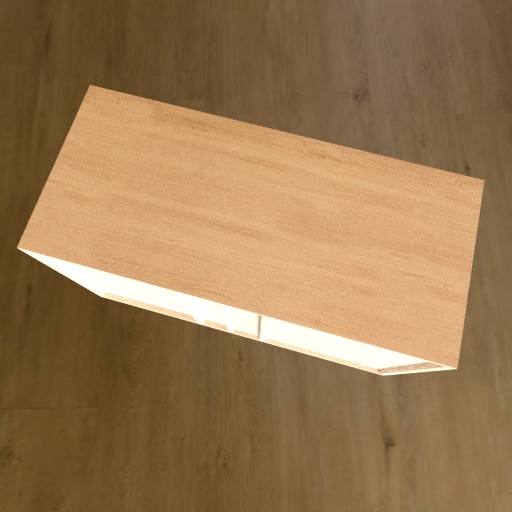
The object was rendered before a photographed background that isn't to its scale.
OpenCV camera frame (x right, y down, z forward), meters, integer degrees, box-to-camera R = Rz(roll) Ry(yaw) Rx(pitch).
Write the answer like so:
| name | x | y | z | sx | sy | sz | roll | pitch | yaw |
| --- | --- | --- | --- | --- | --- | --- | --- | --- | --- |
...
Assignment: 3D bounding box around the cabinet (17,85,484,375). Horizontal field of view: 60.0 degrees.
| name | x | y | z | sx | sy | sz | roll | pitch | yaw |
| --- | --- | --- | --- | --- | --- | --- | --- | --- | --- |
| cabinet | 0.000 | 0.000 | 1.515 | 1.110 | 0.780 | 0.500 | 15 | 74 | 4 |
